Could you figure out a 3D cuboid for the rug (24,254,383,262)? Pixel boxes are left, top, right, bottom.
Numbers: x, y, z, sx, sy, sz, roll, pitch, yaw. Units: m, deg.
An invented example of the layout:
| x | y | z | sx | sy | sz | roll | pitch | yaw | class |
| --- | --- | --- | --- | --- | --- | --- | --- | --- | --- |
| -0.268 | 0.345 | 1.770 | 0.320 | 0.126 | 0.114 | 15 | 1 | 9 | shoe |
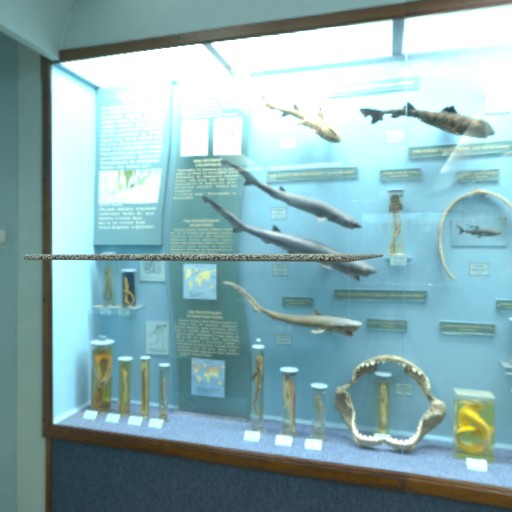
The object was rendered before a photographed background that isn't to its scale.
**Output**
| x | y | z | sx | sy | sz | roll | pitch | yaw | class |
| --- | --- | --- | --- | --- | --- | --- | --- | --- | --- |
| 0.000 | 0.000 | 3.435 | 1.778 | 0.030 | 2.743 | 0 | 0 | 19 | rug |
